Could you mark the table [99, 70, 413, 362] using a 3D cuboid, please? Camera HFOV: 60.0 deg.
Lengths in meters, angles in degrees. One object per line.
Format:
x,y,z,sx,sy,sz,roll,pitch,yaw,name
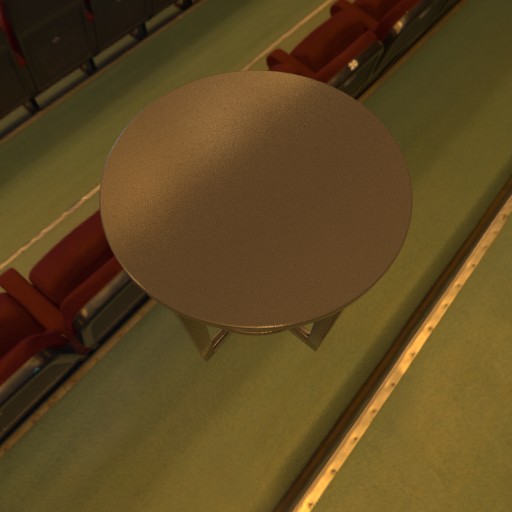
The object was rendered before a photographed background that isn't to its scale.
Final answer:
0.000,0.000,0.958,0.500,0.550,0.500,0,63,0,table
